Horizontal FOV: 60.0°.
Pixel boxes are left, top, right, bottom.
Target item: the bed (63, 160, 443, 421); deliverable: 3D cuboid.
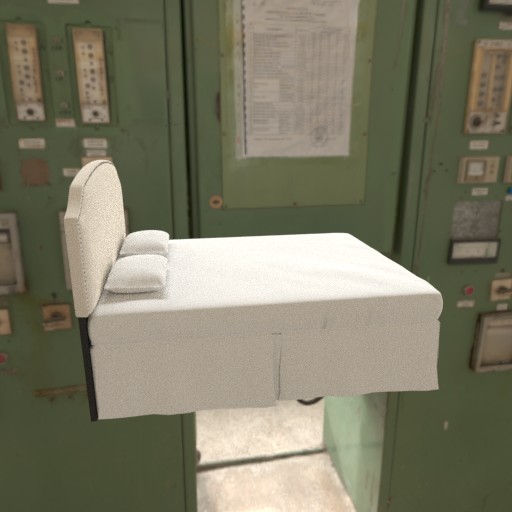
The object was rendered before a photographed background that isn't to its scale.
[{"bbox_3d":[0.000,0.000,2.966,1.999,1.270,1.558,-3,17,-9],"label":"bed"}]
